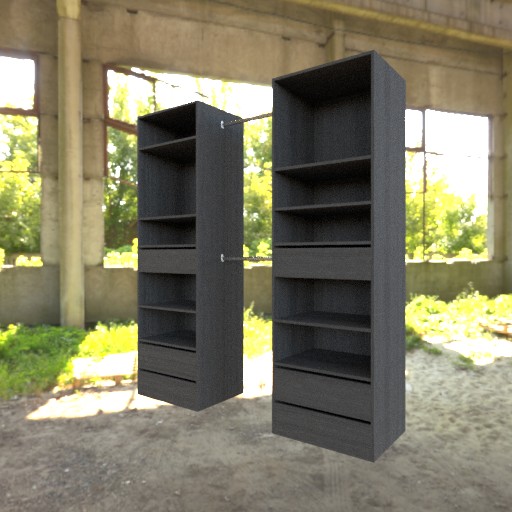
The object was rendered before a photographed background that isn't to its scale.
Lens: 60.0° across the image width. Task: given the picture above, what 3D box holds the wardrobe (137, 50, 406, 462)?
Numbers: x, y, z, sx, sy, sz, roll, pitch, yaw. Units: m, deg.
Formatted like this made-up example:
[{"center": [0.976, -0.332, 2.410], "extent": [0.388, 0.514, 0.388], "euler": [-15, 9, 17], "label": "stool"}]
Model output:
[{"center": [0.000, 0.000, 2.864], "extent": [1.770, 2.000, 0.480], "euler": [0, 0, 36], "label": "wardrobe"}]
